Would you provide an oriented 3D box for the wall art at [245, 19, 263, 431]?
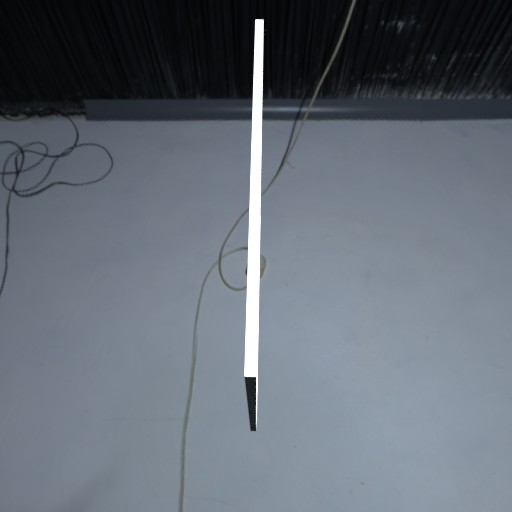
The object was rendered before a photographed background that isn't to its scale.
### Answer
[{"bbox_3d":[0.000,0.000,0.867,0.013,0.584,0.584,1,63,1],"label":"wall art"}]
